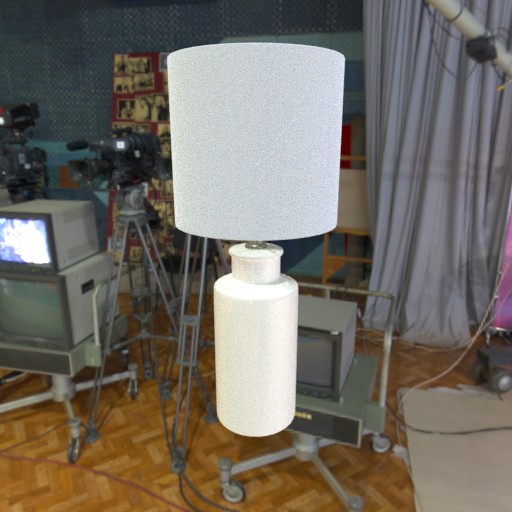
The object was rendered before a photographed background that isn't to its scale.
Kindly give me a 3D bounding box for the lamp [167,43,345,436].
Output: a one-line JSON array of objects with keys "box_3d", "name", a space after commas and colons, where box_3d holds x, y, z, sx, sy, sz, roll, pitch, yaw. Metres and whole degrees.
[{"box_3d": [0.000, 0.000, 0.603, 0.212, 0.493, 0.212, -7, 17, -25], "name": "lamp"}]
